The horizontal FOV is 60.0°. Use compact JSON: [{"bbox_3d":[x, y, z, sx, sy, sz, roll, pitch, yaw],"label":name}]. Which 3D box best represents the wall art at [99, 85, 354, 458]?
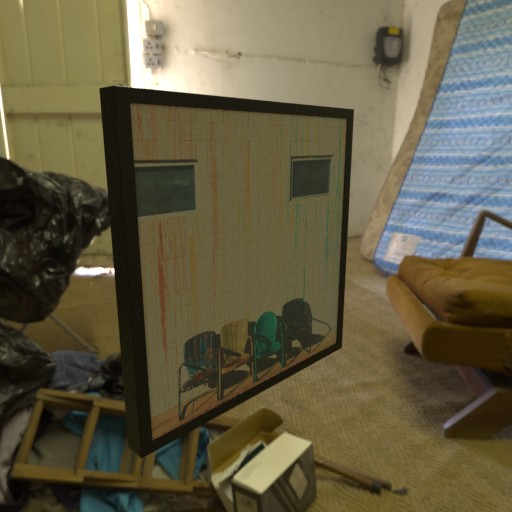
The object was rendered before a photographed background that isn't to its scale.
[{"bbox_3d":[0.000,0.000,0.764,0.037,0.506,0.506,14,20,43],"label":"wall art"}]
